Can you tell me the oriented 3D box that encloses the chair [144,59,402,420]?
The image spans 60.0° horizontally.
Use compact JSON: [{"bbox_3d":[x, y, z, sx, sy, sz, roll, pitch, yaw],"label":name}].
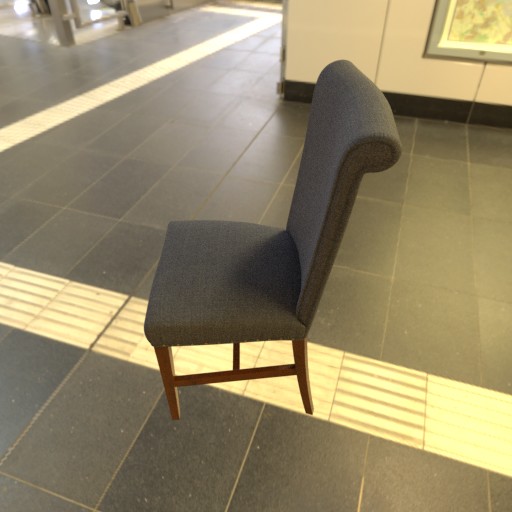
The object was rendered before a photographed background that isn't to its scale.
[{"bbox_3d":[0.000,0.000,1.332,0.608,0.988,0.513,-1,40,-1],"label":"chair"}]
